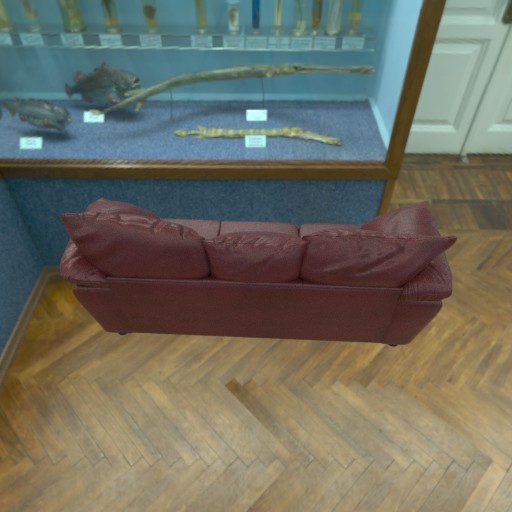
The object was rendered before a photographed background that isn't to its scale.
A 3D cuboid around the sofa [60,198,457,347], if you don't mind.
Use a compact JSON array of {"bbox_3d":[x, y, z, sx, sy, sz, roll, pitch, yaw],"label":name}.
[{"bbox_3d":[0.000,0.000,2.978,2.390,1.091,0.907,2,46,2],"label":"sofa"}]
